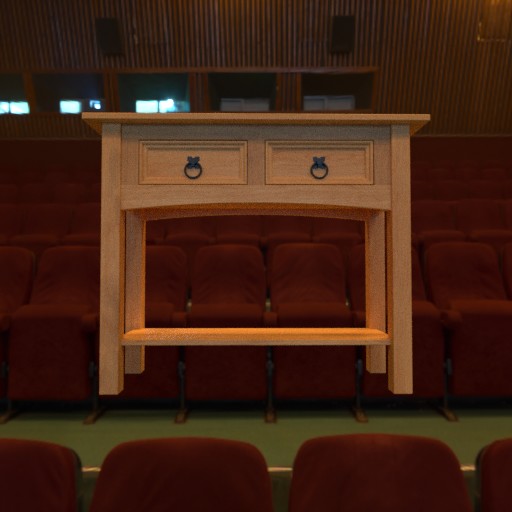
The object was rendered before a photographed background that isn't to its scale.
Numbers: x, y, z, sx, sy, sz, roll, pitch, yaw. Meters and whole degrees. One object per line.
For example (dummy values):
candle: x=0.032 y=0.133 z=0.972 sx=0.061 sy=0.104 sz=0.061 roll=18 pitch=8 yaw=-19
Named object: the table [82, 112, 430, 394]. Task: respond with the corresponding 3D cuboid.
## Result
table: x=0.000 y=0.000 z=1.303 sx=0.900 sy=0.728 sz=0.340 roll=0 pitch=-2 yaw=0
